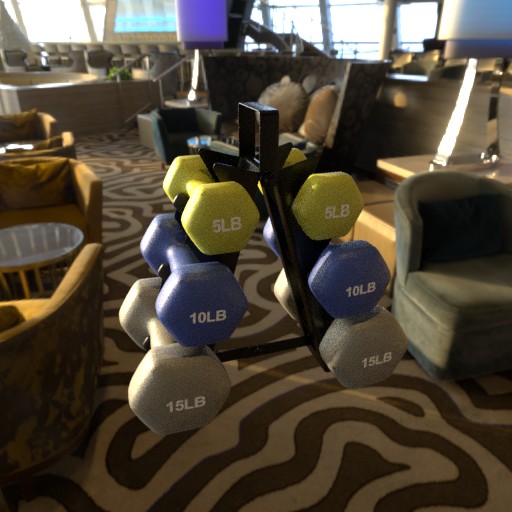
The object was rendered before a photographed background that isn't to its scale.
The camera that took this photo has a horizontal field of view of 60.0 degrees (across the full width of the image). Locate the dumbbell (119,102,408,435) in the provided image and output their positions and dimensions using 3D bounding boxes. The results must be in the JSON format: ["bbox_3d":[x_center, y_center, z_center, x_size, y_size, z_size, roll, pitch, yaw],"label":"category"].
[{"bbox_3d":[0.000,0.000,0.660,0.416,0.426,0.261,-8,27,-16],"label":"dumbbell"}]
